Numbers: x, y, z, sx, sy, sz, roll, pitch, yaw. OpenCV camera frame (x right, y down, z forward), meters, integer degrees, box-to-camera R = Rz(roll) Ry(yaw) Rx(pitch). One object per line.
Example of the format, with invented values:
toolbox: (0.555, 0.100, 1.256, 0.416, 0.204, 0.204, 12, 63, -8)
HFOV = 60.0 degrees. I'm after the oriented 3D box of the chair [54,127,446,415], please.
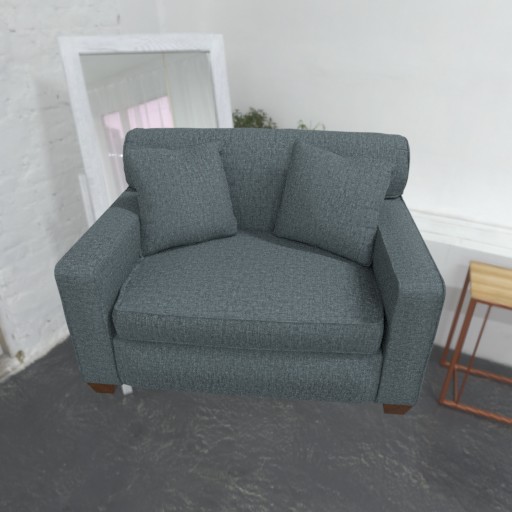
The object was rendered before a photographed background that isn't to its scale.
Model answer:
chair: (0.000, 0.000, 1.997, 1.383, 0.948, 1.000, 3, 30, 5)
